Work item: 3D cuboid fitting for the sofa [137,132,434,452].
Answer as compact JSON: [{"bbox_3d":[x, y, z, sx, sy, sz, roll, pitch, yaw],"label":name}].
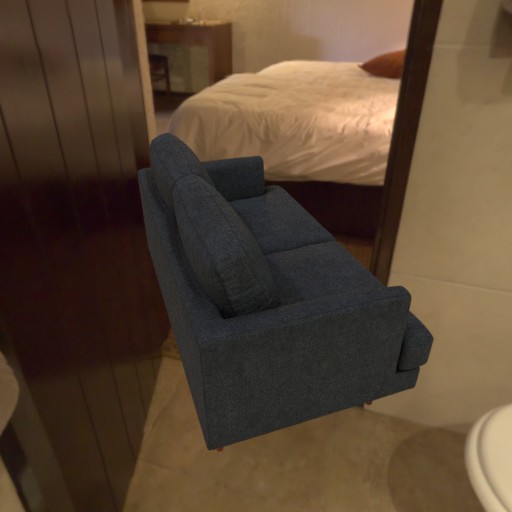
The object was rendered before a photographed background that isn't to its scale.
[{"bbox_3d":[0.000,0.000,2.160,0.903,0.944,1.582,-10,33,-17],"label":"sofa"}]
